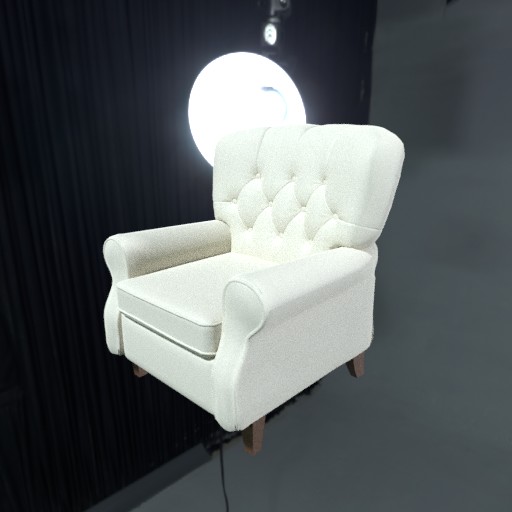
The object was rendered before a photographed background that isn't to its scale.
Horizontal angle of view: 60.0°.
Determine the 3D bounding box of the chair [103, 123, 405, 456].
[{"bbox_3d":[0.000,0.000,2.026,1.035,1.169,1.132,15,22,42],"label":"chair"}]
